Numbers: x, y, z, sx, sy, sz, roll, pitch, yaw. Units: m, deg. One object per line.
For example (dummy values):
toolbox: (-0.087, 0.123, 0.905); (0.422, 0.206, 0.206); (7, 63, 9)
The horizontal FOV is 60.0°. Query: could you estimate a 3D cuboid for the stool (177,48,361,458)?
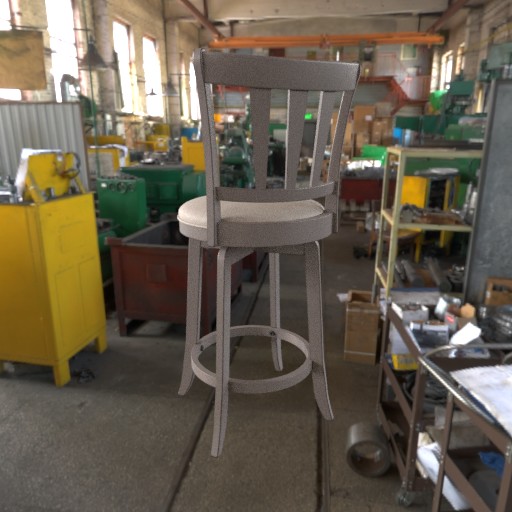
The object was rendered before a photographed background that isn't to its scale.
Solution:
stool: (0.000, 0.000, 1.277); (0.436, 1.023, 0.475); (-7, 17, -24)
